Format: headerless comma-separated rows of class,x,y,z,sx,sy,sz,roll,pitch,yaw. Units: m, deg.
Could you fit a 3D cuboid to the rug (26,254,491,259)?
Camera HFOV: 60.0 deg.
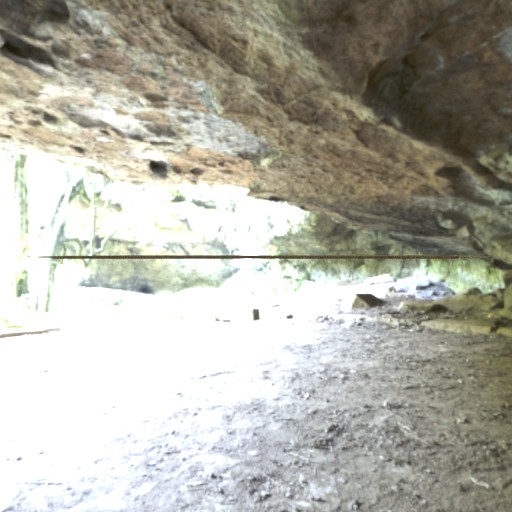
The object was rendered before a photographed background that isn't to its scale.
rug,0.000,0.000,2.054,1.718,0.017,0.905,0,0,-1
